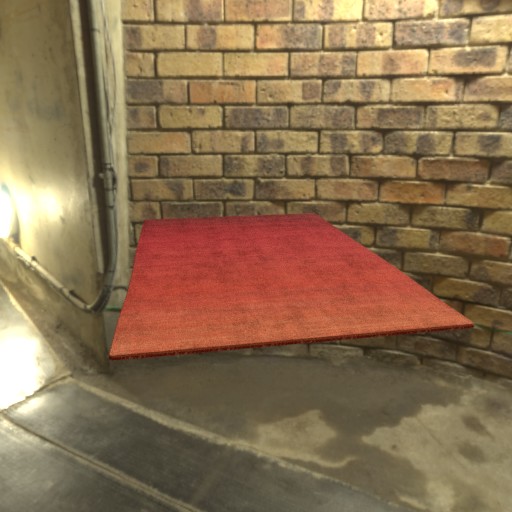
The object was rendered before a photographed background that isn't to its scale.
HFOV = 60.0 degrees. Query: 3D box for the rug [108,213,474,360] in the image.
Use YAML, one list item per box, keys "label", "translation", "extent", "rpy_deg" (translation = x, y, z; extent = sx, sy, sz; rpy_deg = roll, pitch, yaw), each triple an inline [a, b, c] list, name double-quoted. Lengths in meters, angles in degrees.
- label: "rug"
  translation: [0.000, 0.000, 2.282]
  extent: [1.230, 0.018, 1.835]
  rpy_deg: [-3, 18, -10]
